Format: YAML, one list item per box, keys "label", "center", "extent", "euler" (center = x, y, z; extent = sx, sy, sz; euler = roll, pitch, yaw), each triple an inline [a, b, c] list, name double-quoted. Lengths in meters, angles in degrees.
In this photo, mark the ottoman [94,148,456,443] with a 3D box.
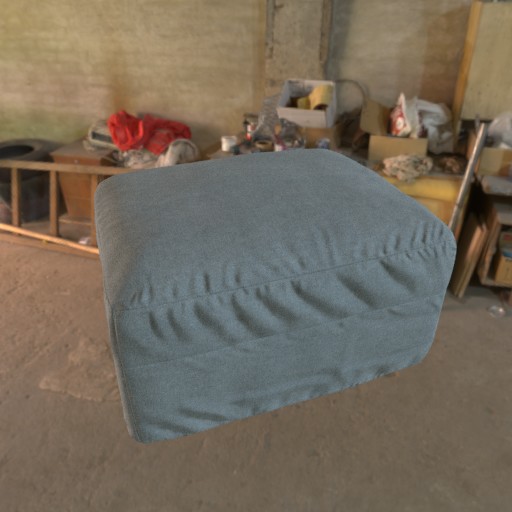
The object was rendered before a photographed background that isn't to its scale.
- label: "ottoman"
  center: [0.000, 0.000, 1.250]
  extent: [0.837, 0.481, 0.683]
  euler: [-10, 33, -17]
